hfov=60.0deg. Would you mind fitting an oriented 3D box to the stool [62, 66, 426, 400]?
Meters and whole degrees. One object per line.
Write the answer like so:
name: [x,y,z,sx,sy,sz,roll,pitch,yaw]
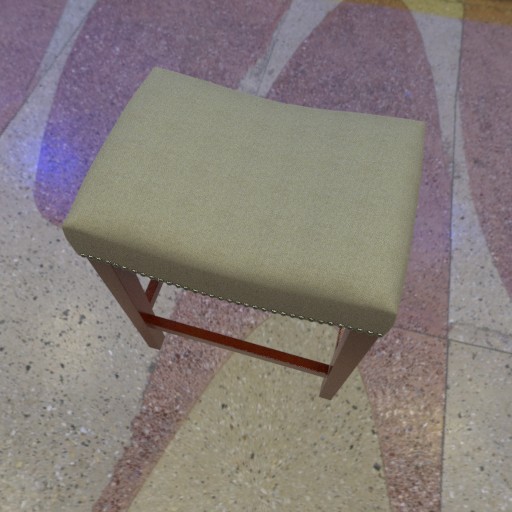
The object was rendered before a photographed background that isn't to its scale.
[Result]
stool: [0.000,0.000,0.952,0.509,0.632,0.375,14,63,7]
